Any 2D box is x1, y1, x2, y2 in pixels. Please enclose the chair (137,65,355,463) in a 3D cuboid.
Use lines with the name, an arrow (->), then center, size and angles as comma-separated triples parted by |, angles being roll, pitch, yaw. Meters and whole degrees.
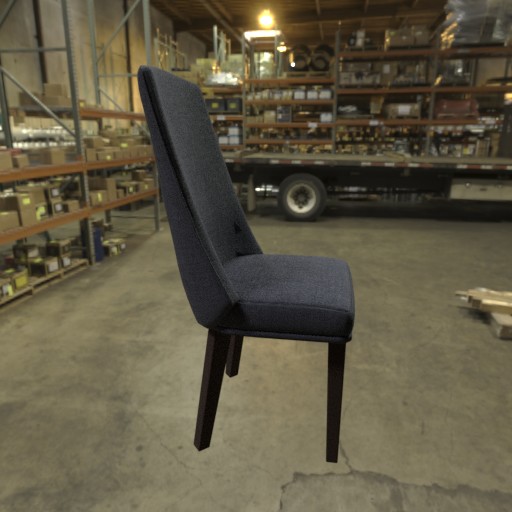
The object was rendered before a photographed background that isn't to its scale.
chair -> 0.000, 0.000, 1.321 | 0.577, 1.050, 0.510 | 3, 16, 9
